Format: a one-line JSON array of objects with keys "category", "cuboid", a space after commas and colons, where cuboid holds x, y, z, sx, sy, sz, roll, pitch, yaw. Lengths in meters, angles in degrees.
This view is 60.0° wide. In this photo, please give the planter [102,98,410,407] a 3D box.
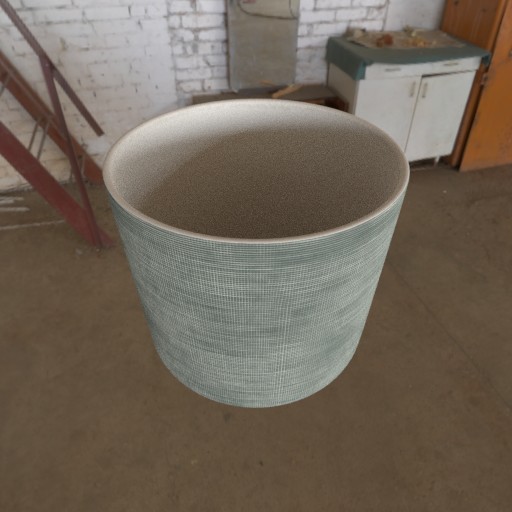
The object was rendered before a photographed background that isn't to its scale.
[{"category": "planter", "cuboid": [0.000, 0.000, 0.781, 0.440, 0.398, 0.440, 0, 40, 0]}]
